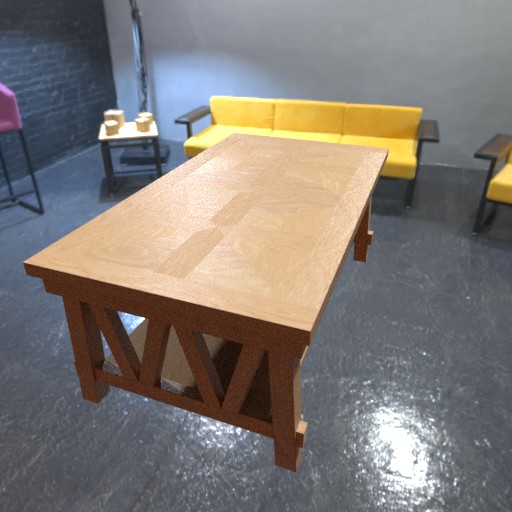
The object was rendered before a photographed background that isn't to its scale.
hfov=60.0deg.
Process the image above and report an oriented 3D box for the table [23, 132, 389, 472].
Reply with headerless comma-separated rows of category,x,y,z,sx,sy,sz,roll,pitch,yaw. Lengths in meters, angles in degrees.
table,0.000,0.000,1.593,0.711,0.507,1.270,11,32,18
